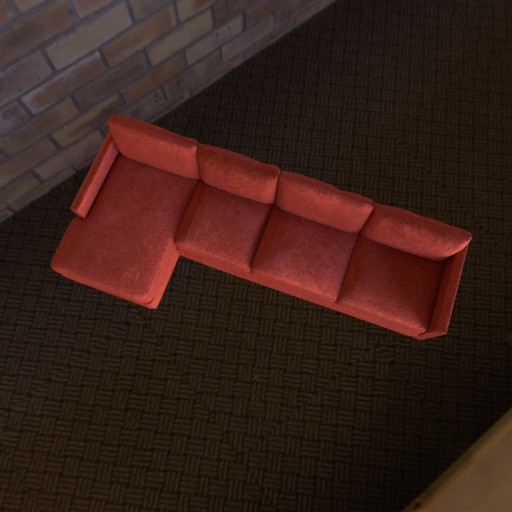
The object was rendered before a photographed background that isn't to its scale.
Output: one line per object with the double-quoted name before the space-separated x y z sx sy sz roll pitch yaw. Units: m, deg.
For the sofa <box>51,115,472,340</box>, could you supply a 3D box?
"sofa" 0.000 0.000 4.001 3.400 0.967 1.500 19 76 5
